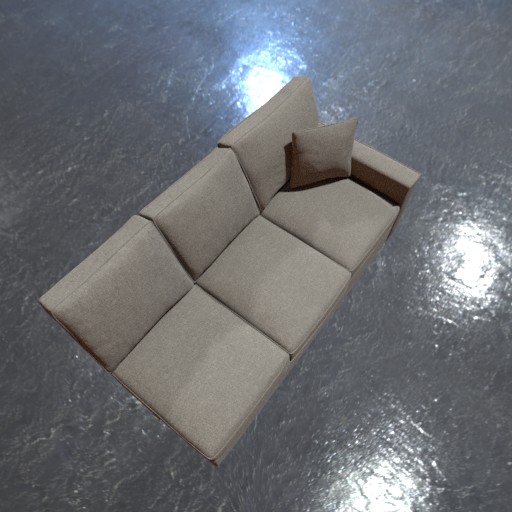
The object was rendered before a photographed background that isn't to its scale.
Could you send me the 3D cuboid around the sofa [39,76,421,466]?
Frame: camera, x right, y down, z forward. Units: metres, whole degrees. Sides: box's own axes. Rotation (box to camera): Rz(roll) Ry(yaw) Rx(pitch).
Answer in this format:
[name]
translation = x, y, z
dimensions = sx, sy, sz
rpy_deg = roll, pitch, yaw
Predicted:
[sofa]
translation = 0.000, 0.000, 2.526
dimensions = 1.034, 0.946, 1.963
rpy_deg = 34, 64, 19
